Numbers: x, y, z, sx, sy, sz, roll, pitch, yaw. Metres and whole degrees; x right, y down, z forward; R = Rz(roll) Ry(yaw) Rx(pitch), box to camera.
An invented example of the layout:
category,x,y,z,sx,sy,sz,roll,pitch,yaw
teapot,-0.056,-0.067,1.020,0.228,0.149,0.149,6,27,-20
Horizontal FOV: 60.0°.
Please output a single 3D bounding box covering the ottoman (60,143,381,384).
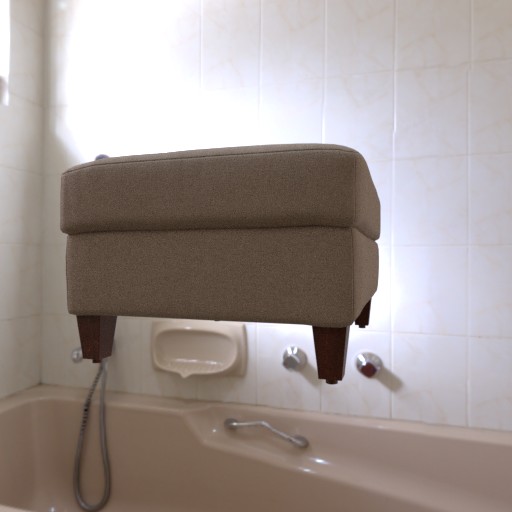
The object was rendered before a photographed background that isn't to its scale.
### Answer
category,x,y,z,sx,sy,sz,roll,pitch,yaw
ottoman,0.000,0.000,1.322,0.692,0.511,0.902,0,0,18
